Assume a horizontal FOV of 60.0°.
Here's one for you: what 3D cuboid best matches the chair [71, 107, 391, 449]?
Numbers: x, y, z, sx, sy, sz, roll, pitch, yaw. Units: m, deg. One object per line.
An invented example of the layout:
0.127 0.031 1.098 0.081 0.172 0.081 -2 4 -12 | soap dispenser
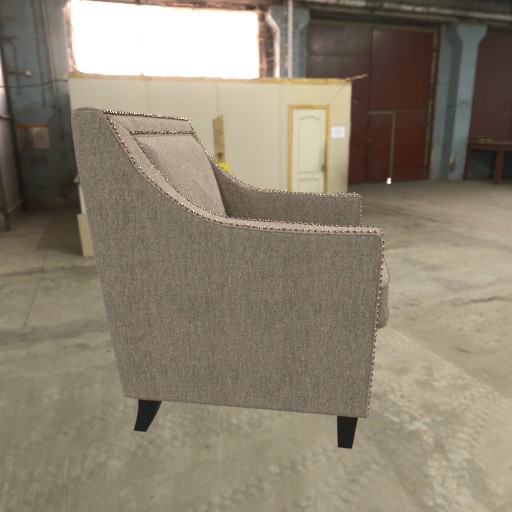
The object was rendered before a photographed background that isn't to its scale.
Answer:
0.000 0.000 1.561 0.884 0.967 0.776 2 16 8 | chair
